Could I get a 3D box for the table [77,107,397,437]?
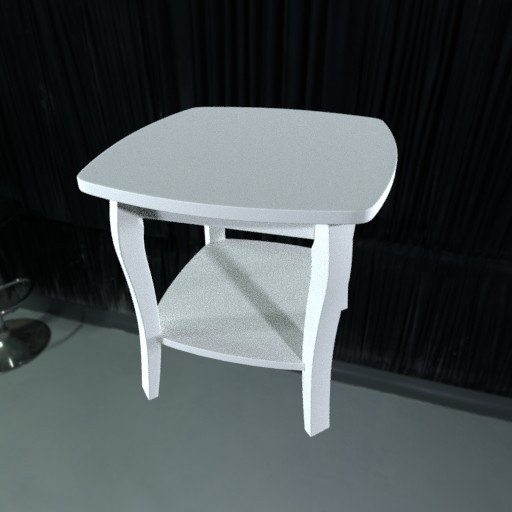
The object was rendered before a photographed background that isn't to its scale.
[{"bbox_3d":[0.000,0.000,0.846,0.451,0.438,0.502,8,32,13],"label":"table"}]
